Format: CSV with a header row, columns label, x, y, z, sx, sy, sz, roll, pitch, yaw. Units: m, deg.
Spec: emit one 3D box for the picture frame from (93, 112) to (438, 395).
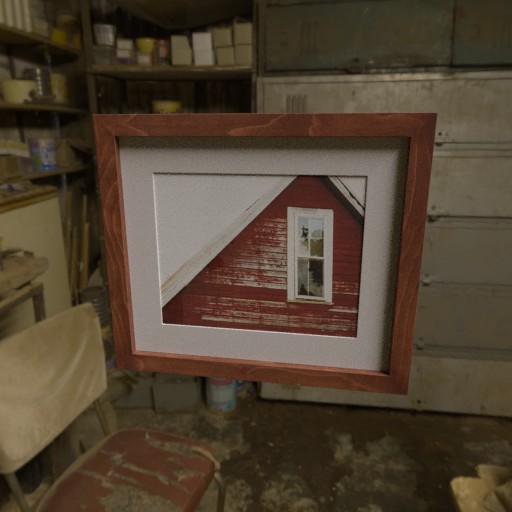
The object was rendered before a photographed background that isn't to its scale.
label,x,y,z,sx,sy,sz,roll,pitch,yaw
picture frame,0.000,0.000,0.541,0.381,0.330,0.025,3,16,9
